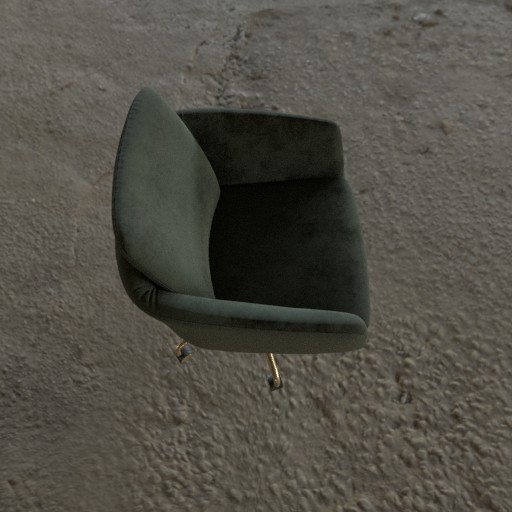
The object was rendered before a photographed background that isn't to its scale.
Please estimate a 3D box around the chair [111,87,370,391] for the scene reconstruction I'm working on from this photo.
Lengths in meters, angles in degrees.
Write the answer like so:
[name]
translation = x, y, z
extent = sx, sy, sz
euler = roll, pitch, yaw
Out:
[chair]
translation = 0.000, 0.000, 1.323
extent = 0.635, 0.908, 0.641
euler = -1, 62, 0
